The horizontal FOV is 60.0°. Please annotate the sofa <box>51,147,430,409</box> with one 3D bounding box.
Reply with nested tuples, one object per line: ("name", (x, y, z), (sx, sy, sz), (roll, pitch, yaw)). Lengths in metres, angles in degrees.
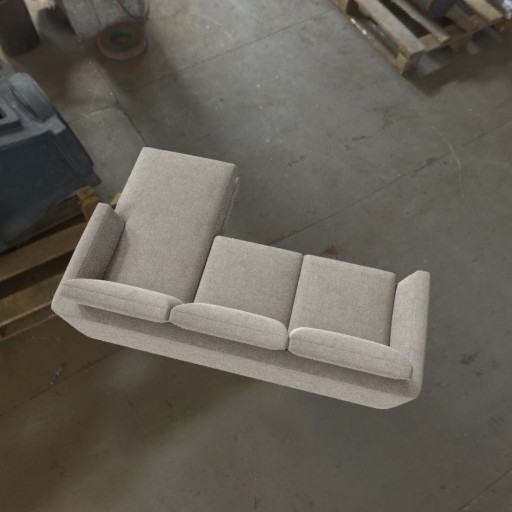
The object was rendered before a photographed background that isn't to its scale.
("sofa", (0.000, 0.000, 3.290), (2.438, 0.864, 1.626), (12, 64, 6))
